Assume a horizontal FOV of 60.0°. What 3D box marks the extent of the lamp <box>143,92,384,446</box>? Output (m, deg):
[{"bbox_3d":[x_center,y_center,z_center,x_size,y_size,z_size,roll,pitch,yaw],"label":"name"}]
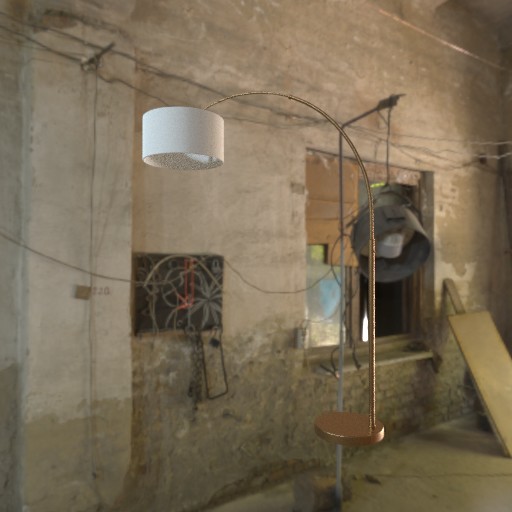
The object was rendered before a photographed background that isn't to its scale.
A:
[{"bbox_3d":[0.000,0.000,2.593,1.434,1.927,0.493,0,0,18],"label":"lamp"}]
